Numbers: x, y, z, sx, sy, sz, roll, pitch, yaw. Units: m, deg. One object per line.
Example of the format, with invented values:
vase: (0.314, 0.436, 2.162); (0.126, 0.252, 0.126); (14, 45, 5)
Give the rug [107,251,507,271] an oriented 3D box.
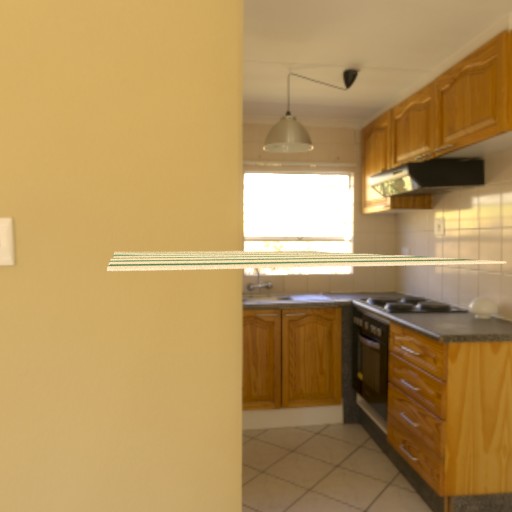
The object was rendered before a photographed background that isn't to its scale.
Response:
rug: (0.000, 0.000, 3.929); (2.434, 0.019, 3.041); (-1, 2, -17)
